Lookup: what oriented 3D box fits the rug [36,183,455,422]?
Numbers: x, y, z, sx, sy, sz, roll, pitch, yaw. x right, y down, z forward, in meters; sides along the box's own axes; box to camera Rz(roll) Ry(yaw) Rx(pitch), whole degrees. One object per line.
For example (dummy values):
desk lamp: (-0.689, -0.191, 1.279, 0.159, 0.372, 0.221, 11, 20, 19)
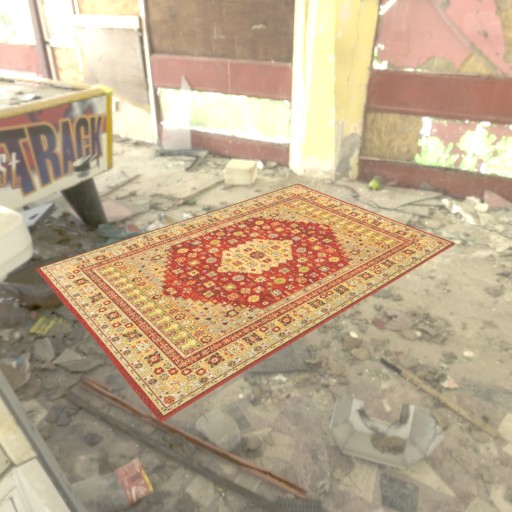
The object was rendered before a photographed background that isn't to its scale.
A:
rug: (0.000, 0.000, 2.271, 1.802, 0.013, 1.194, -23, 37, -34)
